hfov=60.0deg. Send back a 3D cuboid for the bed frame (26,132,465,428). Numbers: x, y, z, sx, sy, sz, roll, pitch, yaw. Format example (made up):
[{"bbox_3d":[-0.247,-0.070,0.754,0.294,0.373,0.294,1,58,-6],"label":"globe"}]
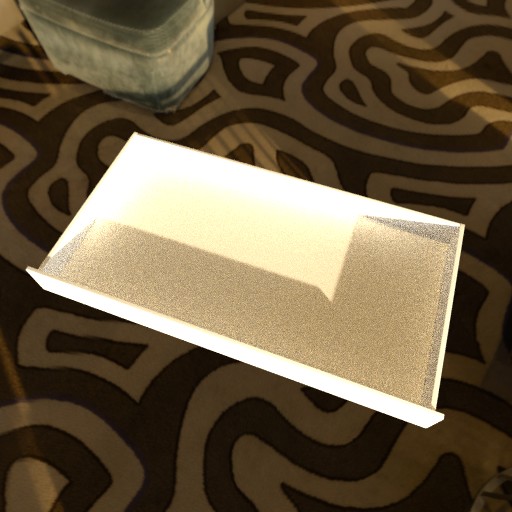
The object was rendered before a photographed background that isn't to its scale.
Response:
[{"bbox_3d":[0.000,0.000,1.498,1.300,0.141,0.670,18,61,10],"label":"bed frame"}]
